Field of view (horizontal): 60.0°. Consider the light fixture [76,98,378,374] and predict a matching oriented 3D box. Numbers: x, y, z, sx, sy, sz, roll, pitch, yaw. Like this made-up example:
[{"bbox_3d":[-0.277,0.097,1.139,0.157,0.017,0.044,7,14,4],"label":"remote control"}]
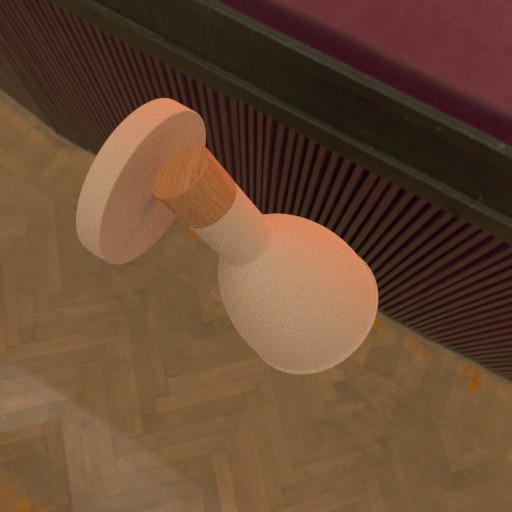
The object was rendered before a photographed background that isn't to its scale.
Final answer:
[{"bbox_3d":[0.000,0.000,0.336,0.209,0.199,0.127,31,77,8],"label":"light fixture"}]
